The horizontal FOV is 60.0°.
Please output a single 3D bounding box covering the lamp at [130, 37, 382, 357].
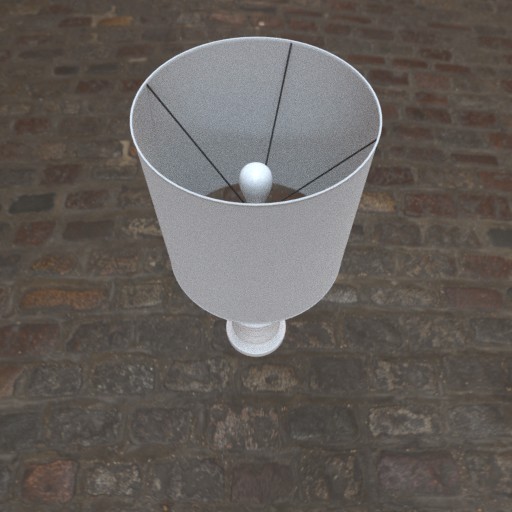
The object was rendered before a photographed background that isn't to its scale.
[{"bbox_3d":[0.000,0.000,0.561,0.208,0.455,0.208,0,57,0],"label":"lamp"}]
